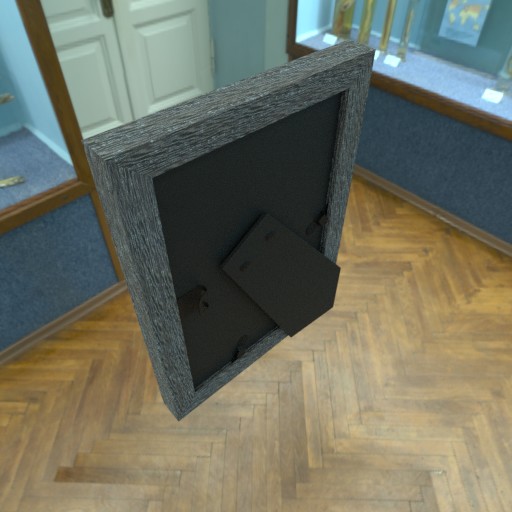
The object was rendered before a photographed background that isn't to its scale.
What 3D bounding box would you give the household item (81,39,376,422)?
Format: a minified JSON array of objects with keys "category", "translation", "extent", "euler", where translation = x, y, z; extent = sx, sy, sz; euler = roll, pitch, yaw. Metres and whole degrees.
[{"category":"household item","translation":[0.000,0.000,0.232],"extent":[0.133,0.180,0.020],"euler":[-32,53,-28]}]
